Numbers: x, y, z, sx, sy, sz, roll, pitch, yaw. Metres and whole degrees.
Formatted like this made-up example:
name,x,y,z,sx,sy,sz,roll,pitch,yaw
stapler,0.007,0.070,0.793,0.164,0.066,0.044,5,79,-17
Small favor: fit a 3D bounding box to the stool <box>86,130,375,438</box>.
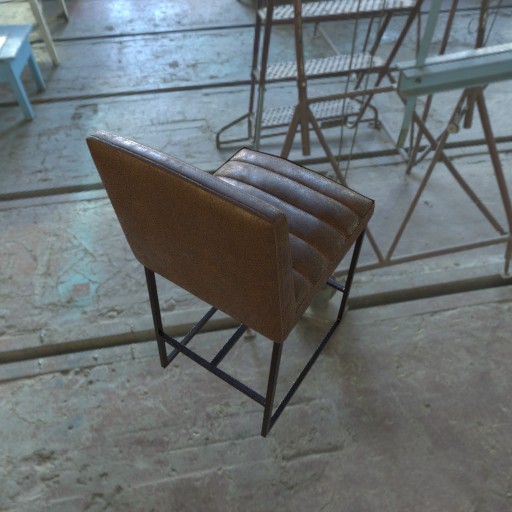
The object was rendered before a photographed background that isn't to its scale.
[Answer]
name,x,y,z,sx,sy,sz,roll,pitch,yaw
stool,0.000,0.000,1.264,0.463,0.942,0.562,27,54,22
